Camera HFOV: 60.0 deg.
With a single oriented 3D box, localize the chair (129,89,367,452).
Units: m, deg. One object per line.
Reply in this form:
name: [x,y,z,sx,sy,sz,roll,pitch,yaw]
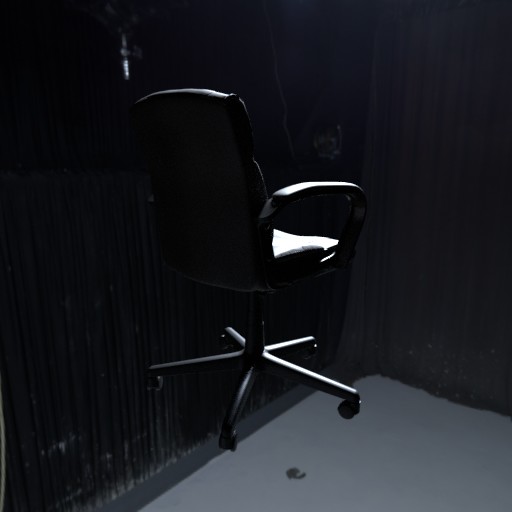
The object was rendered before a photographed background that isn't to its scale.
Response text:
chair: [0.000,0.000,1.501,0.739,1.004,0.717,13,19,43]
